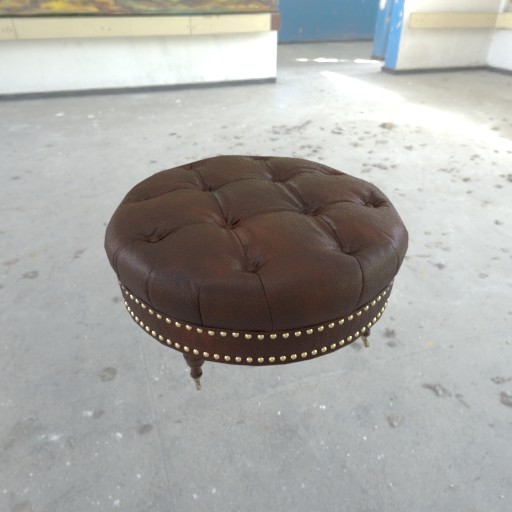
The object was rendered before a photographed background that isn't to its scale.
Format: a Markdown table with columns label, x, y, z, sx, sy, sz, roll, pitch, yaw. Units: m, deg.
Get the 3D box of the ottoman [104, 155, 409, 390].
| label | x | y | z | sx | sy | sz | roll | pitch | yaw |
| --- | --- | --- | --- | --- | --- | --- | --- | --- | --- |
| ottoman | 0.000 | 0.000 | 1.416 | 0.901 | 0.455 | 0.901 | 0 | 32 | 0 |
